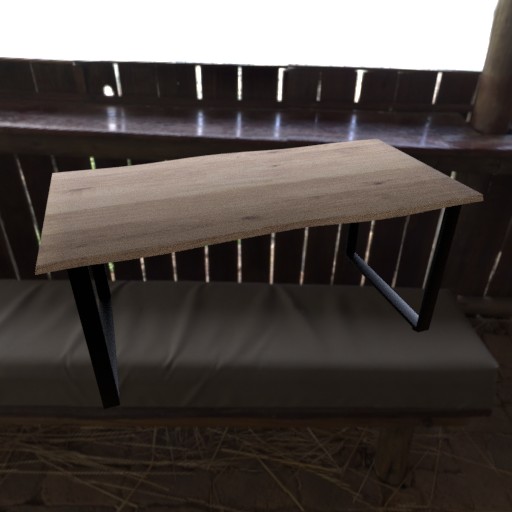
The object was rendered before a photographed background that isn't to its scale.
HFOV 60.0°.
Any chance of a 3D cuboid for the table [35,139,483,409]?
[{"bbox_3d":[0.000,0.000,2.229,1.800,0.780,0.900,-10,33,-15],"label":"table"}]
